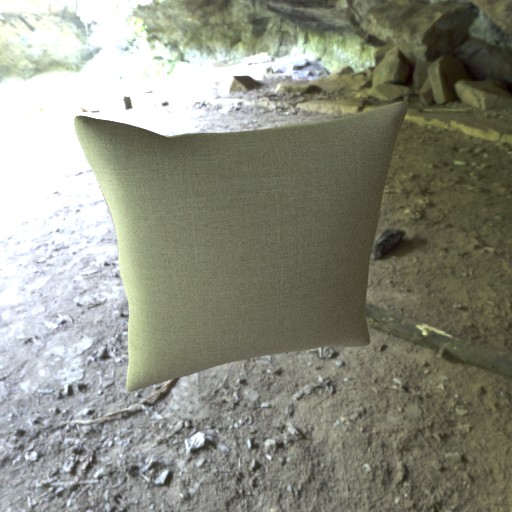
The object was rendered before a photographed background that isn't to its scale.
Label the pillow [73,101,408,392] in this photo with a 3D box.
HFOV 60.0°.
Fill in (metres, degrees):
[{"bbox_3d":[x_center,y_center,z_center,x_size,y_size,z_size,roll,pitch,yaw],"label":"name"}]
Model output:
[{"bbox_3d":[0.000,0.000,0.620,0.414,0.399,0.173,-7,28,-14],"label":"pillow"}]
